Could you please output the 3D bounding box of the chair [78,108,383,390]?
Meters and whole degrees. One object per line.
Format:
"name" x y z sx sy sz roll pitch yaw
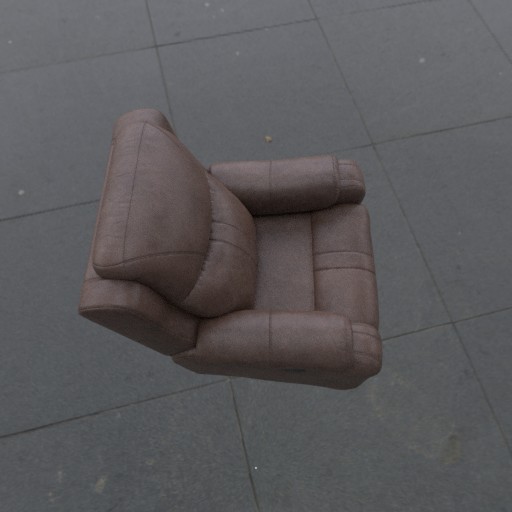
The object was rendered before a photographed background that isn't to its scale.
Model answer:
"chair" 0.000 0.000 1.800 1.067 0.990 0.940 1 64 0
